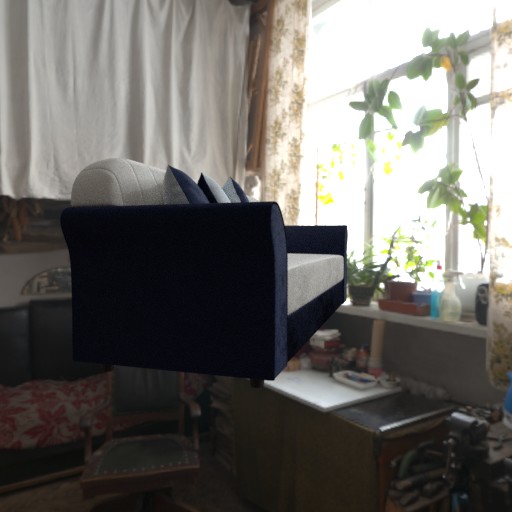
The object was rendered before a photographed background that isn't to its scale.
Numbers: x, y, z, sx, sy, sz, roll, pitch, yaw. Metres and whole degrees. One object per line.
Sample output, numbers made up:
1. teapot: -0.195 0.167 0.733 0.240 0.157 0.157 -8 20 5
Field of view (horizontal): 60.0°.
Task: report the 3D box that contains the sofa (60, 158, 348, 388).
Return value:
1. sofa: 0.000 0.000 2.343 0.749 0.789 2.006 1 2 18
